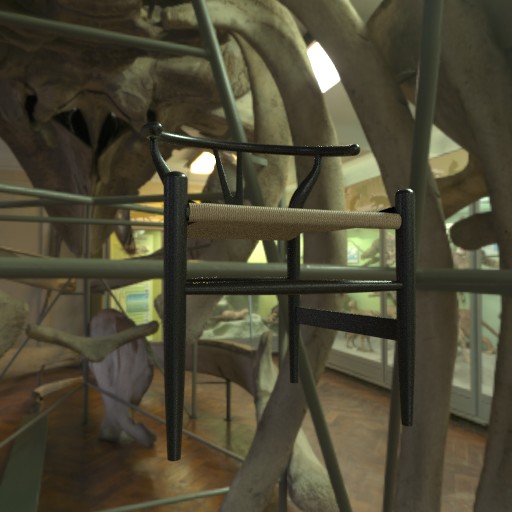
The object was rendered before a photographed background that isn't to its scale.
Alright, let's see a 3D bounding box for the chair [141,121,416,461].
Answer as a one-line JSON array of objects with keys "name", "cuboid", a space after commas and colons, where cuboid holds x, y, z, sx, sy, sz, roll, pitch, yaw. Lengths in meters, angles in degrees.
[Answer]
[{"name": "chair", "cuboid": [0.000, 0.000, 1.130, 0.570, 0.739, 0.570, 1, -2, -20]}]
